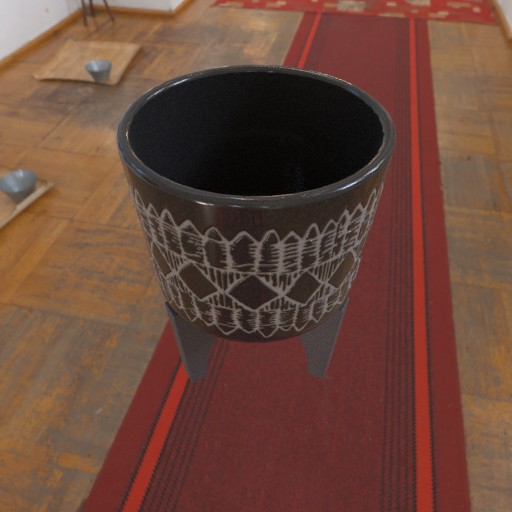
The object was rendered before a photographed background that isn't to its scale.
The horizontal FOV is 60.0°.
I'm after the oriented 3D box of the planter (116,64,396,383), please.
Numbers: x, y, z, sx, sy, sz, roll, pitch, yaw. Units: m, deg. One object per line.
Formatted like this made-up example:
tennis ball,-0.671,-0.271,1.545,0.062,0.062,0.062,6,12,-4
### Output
planter,0.000,0.000,0.528,0.251,0.355,0.251,-24,50,-22
